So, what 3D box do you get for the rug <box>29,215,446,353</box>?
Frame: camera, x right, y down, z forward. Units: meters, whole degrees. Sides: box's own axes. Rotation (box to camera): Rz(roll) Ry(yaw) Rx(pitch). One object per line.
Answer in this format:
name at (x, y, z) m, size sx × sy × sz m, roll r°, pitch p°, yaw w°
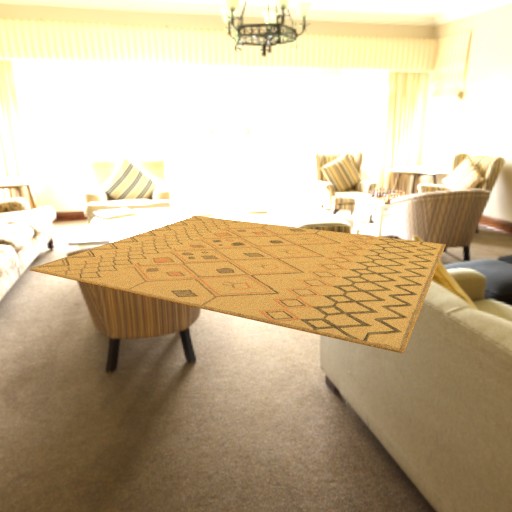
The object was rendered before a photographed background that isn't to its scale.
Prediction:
rug at (0.000, 0.000, 4.100) m, size 3.050 × 0.016 × 2.441 m, roll 9°, pitch 19°, yaw 26°
